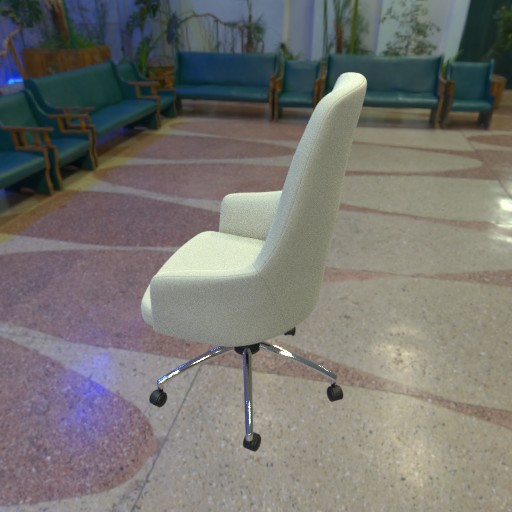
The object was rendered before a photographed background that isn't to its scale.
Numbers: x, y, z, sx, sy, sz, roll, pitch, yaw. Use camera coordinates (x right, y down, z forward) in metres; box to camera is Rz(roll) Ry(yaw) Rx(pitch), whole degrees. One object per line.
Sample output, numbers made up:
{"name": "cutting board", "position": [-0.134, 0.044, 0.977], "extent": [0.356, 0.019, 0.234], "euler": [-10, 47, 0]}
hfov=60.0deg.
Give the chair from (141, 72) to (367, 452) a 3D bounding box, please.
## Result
{"name": "chair", "position": [0.000, 0.000, 1.378], "extent": [0.640, 1.049, 0.620], "euler": [8, 31, 14]}
